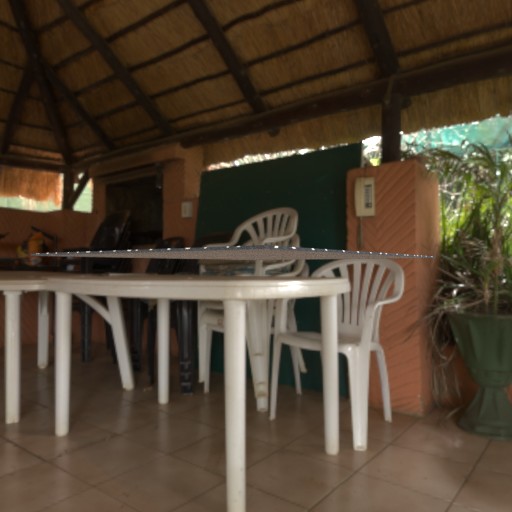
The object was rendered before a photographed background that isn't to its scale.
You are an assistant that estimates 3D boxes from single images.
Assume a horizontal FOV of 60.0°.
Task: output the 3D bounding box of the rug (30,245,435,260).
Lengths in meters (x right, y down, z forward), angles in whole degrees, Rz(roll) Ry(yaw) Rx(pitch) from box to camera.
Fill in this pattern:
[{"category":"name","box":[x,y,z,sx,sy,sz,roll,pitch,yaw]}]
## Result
[{"category":"rug","box":[0.000,0.000,4.173,2.439,0.022,3.047,-1,-2,37]}]
